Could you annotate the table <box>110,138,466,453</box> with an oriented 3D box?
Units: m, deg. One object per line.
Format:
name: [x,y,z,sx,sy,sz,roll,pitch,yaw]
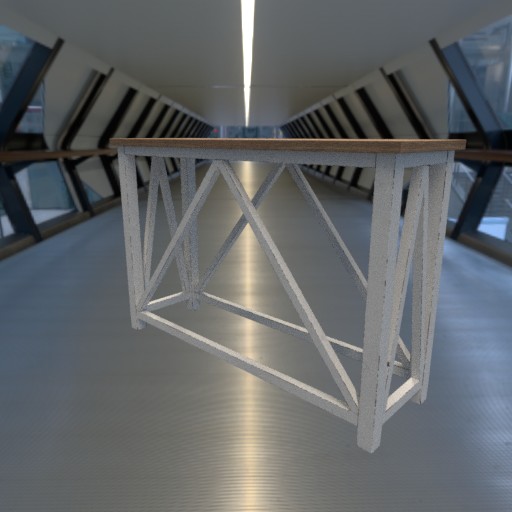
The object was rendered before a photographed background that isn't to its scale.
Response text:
table: [0.000,0.000,1.824,1.400,0.930,0.450,14,20,41]
